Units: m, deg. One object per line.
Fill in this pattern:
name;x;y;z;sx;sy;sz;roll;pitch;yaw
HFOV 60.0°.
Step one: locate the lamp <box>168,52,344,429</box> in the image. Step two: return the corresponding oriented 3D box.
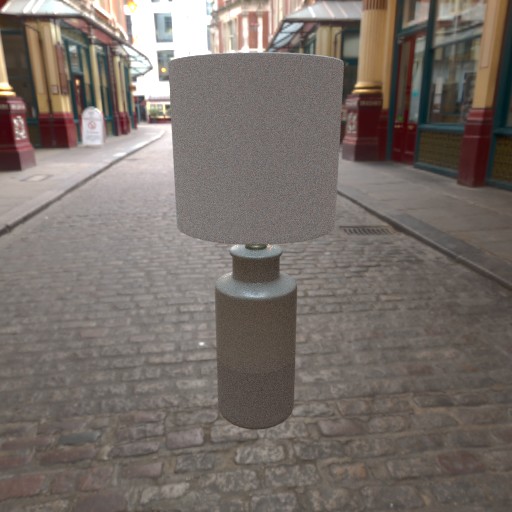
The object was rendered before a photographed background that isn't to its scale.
lamp;0.000;0.000;0.617;0.212;0.493;0.212;-3;18;-8
